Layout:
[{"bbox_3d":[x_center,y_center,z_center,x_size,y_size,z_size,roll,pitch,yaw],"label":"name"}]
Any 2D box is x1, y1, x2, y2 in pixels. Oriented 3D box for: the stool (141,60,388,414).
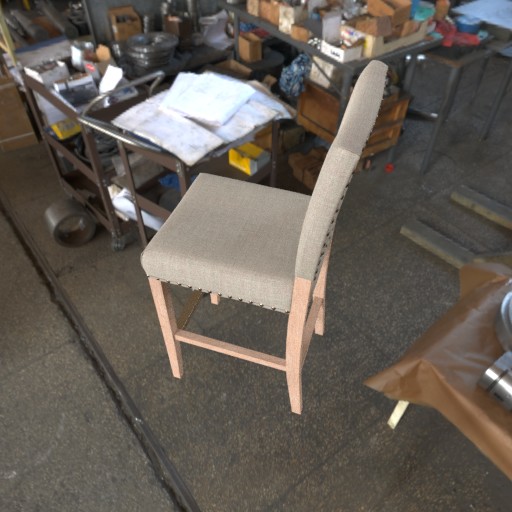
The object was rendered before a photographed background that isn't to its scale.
[{"bbox_3d":[0.000,0.000,1.457,0.585,1.173,0.445,14,48,13],"label":"stool"}]
